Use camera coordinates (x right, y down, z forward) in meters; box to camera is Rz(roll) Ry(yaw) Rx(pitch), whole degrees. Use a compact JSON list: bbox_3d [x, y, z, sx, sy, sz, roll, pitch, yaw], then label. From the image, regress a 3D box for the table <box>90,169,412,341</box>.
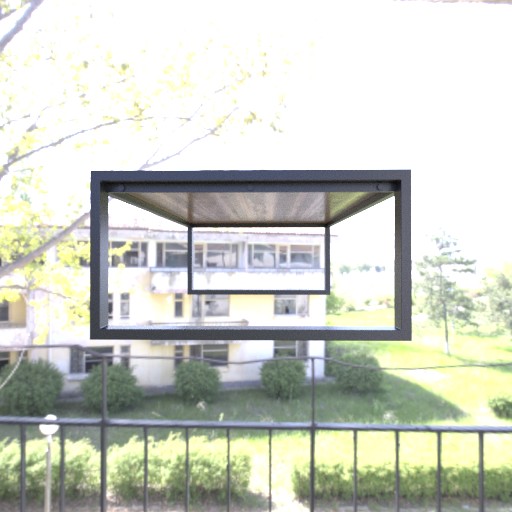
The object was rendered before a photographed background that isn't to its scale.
[{"bbox_3d":[0.000,0.000,1.707,0.750,0.400,1.350,0,0,1],"label":"table"}]
